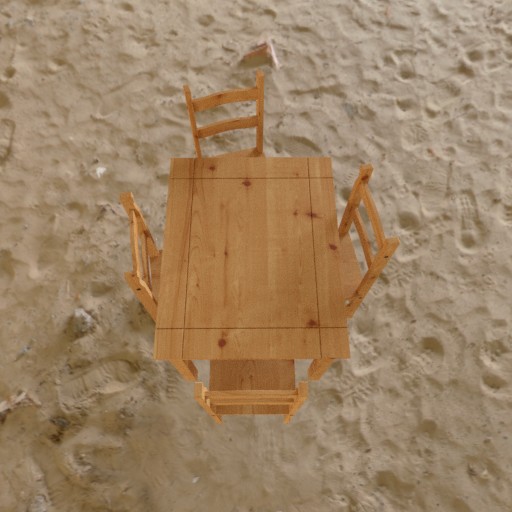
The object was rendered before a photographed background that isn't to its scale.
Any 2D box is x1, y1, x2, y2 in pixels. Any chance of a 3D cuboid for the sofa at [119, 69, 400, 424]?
[{"bbox_3d":[0.000,0.000,2.259,1.144,1.000,1.529,0,65,0],"label":"sofa"}]
